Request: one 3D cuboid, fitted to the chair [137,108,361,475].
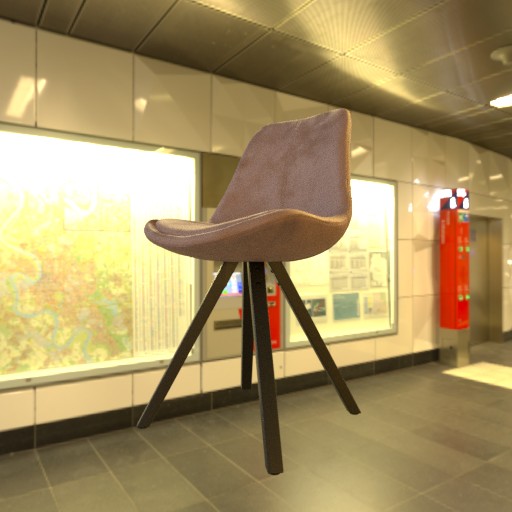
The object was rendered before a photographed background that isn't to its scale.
[{"bbox_3d":[0.000,0.000,1.172,0.483,0.865,0.547,0,0,36],"label":"chair"}]
